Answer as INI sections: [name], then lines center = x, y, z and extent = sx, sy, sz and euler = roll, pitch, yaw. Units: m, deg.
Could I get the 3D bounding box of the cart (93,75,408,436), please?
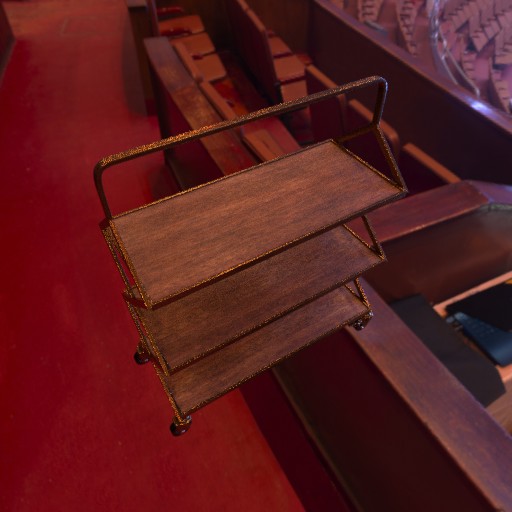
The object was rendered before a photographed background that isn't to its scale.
[cart]
center = 0.000, 0.000, 1.167
extent = 0.723, 0.805, 0.313
euler = -24, 50, -22
